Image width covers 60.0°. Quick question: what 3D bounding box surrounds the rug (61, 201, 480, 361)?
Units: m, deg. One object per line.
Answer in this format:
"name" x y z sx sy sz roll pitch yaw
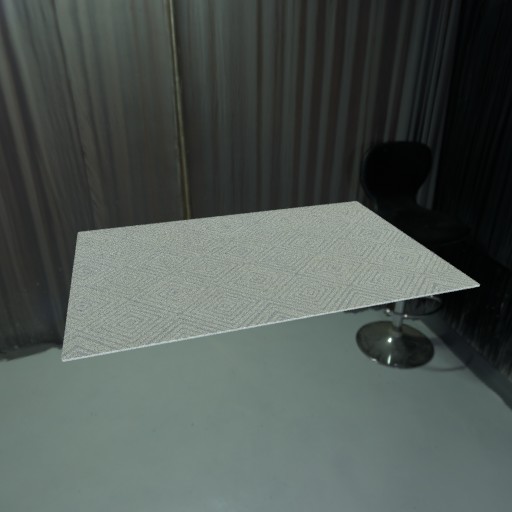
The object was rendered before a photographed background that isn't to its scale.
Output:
"rug" 0.000 0.000 2.246 1.753 0.008 1.143 -8 28 -15
